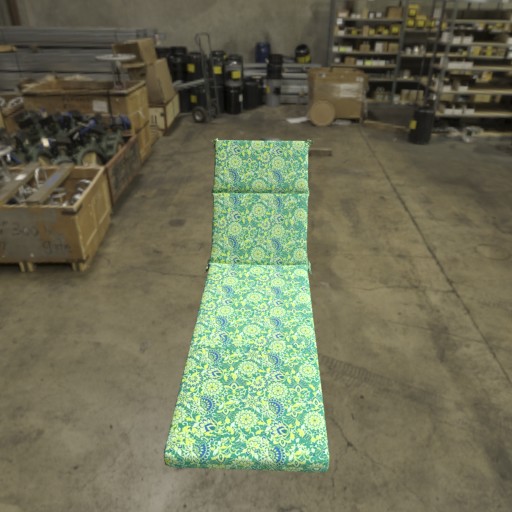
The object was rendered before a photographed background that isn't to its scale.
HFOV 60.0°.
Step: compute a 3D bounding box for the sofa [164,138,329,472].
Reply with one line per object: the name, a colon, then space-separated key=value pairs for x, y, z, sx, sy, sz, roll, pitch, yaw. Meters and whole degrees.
sofa: x=0.000 y=0.000 z=1.953 sx=0.582 sy=0.622 sz=1.663 roll=1 pitch=30 yaw=2
